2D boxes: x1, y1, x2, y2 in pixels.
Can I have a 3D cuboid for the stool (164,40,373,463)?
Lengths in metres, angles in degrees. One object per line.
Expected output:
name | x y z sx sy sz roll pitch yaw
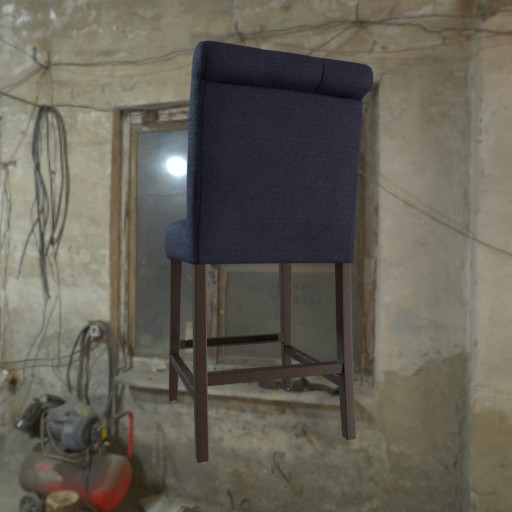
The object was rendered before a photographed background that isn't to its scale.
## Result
stool | 0.000 0.000 1.343 0.493 1.010 0.601 0 1 -18
